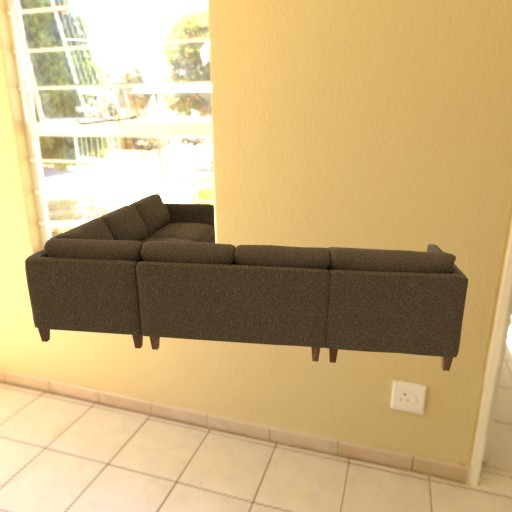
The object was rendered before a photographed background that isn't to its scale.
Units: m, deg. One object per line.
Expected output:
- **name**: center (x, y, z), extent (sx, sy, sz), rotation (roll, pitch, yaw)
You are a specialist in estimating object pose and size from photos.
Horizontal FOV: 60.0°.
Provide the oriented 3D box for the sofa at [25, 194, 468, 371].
- **sofa**: center (0.000, 0.000, 4.396), extent (3.238, 0.853, 2.551), rotation (2, 17, 8)
